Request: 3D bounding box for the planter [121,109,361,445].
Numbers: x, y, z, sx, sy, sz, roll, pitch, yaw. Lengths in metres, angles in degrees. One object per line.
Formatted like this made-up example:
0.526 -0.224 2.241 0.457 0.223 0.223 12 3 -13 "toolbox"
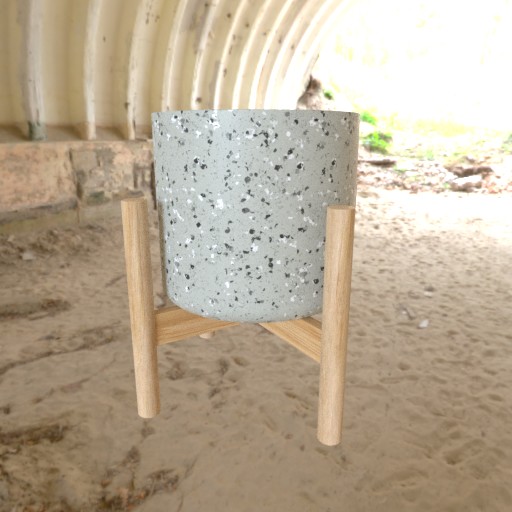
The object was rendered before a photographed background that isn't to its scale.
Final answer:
0.000 0.000 0.525 0.284 0.320 0.284 -3 16 -9 "planter"
